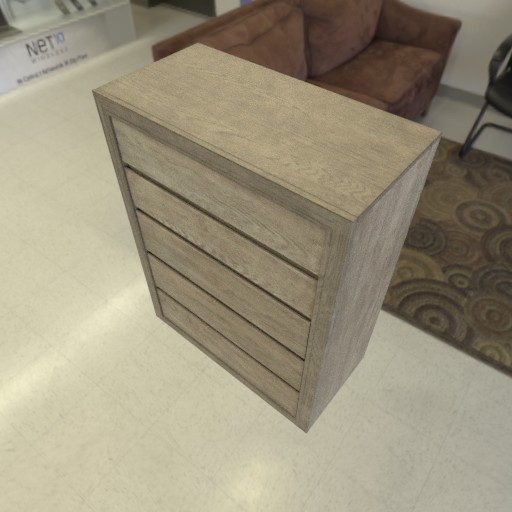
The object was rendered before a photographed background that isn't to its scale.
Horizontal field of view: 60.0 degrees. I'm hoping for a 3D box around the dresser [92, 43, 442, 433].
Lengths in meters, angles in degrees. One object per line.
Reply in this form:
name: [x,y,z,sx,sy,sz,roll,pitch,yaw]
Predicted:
dresser: [0.000,0.000,1.808,0.967,1.295,0.483,31,55,26]
